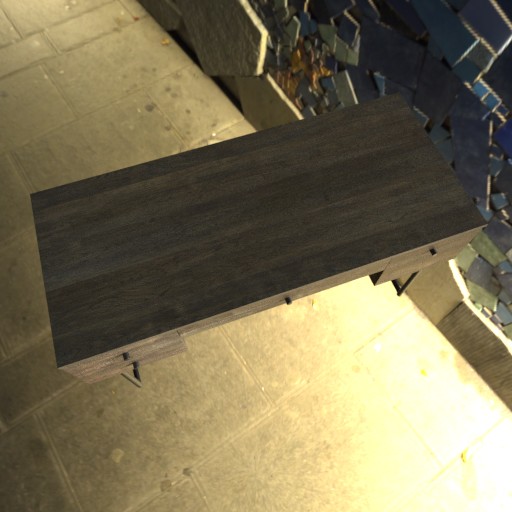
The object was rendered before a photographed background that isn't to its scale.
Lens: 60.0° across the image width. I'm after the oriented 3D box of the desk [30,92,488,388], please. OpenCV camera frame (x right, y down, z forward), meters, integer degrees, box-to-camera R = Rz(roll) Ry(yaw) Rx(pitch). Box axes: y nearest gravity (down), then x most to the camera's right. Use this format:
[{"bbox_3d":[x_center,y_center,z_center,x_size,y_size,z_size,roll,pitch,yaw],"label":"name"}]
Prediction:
[{"bbox_3d":[0.000,0.000,2.034,1.600,0.780,0.730,-18,65,-8],"label":"desk"}]
